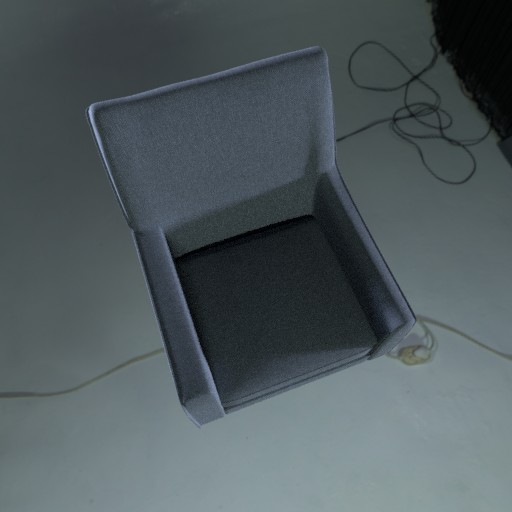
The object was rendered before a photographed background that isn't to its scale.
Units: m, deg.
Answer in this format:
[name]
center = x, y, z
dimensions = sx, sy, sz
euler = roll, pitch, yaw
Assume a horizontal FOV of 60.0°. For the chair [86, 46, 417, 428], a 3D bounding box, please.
[chair]
center = 0.000, 0.000, 1.584
dimensions = 0.780, 0.919, 0.899
euler = -18, 65, -9
